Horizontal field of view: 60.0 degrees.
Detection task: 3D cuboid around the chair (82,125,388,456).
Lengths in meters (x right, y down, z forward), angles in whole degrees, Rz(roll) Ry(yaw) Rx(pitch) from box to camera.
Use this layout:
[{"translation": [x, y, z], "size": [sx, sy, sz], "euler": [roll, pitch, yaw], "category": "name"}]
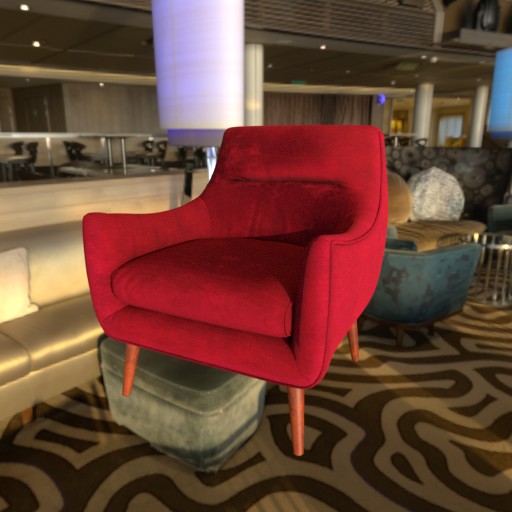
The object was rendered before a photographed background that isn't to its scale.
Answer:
[{"translation": [0.000, 0.000, 1.455], "size": [0.762, 0.838, 0.787], "euler": [8, 17, 26], "category": "chair"}]
